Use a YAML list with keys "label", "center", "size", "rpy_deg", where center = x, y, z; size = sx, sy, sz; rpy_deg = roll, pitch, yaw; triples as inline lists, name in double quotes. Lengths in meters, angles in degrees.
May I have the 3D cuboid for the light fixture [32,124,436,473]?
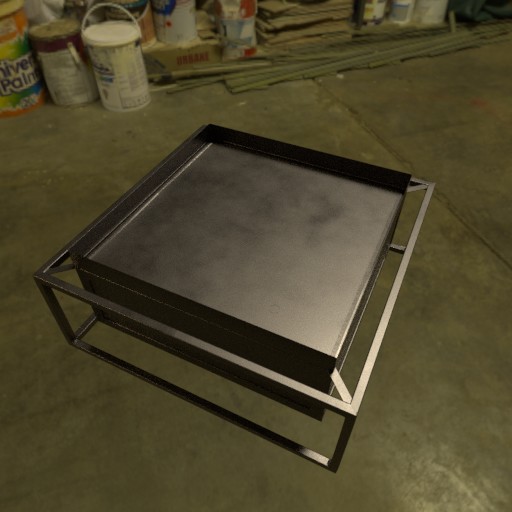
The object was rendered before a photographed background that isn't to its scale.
- label: "light fixture"
  center: [0.000, 0.000, 0.701]
  size: [0.441, 0.191, 0.441]
  rpy_deg: [19, 48, 18]
